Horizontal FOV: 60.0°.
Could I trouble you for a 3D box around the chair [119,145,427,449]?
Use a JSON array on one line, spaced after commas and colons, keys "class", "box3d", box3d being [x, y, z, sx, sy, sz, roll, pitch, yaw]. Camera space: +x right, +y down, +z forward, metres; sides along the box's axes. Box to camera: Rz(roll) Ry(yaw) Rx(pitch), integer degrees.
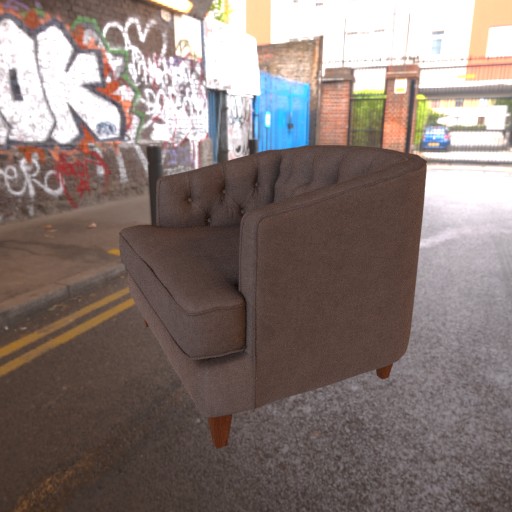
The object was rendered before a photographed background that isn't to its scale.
[{"class": "chair", "box3d": [0.000, 0.000, 1.788, 0.941, 0.852, 1.104, -8, 18, -25]}]
